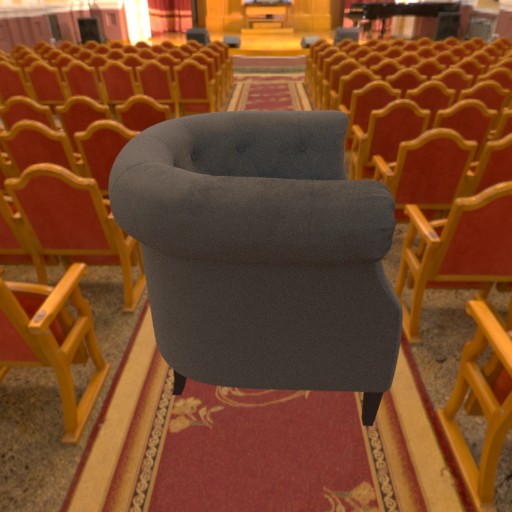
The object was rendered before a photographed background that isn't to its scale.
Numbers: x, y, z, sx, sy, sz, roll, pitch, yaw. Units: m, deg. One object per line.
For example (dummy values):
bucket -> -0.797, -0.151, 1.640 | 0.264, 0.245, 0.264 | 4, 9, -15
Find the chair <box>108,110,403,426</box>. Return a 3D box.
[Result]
chair -> 0.000, 0.000, 1.530 | 0.851, 0.826, 0.904 | 1, 31, 2
